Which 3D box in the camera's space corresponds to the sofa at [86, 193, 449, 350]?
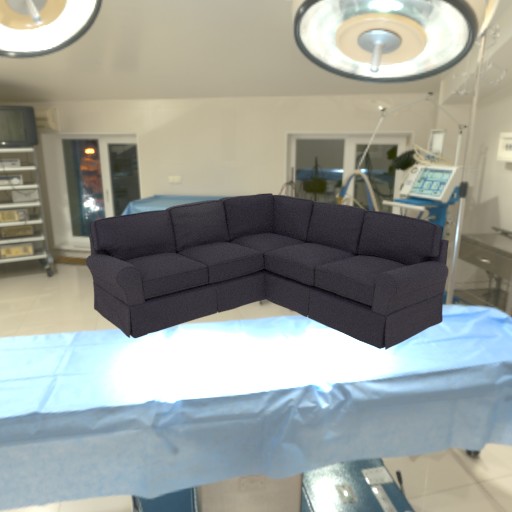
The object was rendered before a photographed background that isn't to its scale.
[{"bbox_3d":[0.000,0.000,5.155,3.773,1.169,2.874,-2,16,-8],"label":"sofa"}]
